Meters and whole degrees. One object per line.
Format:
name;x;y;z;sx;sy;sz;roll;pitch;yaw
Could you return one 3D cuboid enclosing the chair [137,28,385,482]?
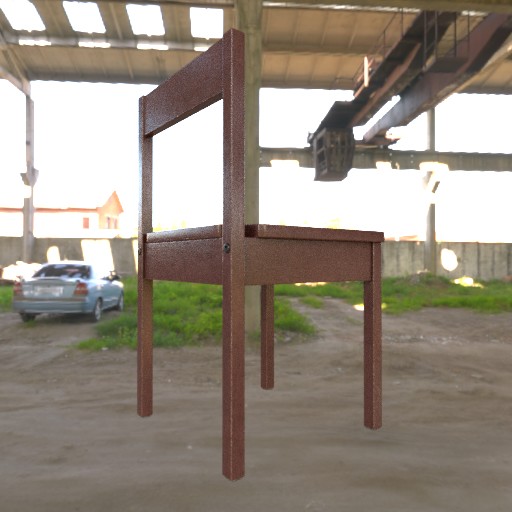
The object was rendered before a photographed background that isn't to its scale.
chair;0.000;0.000;0.897;0.361;0.668;0.367;0;-1;-37
